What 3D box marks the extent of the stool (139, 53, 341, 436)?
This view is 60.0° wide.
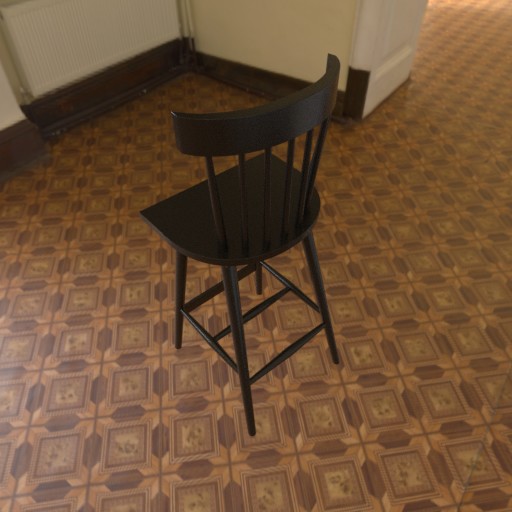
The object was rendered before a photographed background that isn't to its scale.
[{"bbox_3d":[0.000,0.000,1.345,0.482,1.092,0.483,-31,53,-27],"label":"stool"}]
